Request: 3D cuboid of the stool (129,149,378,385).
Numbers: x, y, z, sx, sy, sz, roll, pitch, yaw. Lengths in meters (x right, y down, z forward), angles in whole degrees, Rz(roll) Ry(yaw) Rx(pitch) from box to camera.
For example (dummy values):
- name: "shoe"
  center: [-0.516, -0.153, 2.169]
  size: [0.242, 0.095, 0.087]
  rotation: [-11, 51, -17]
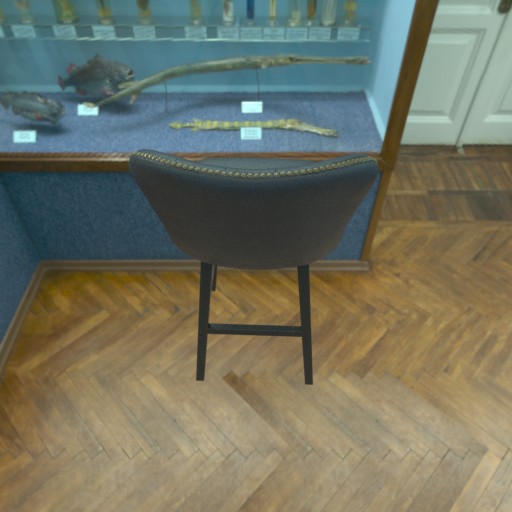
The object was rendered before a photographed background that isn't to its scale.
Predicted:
- name: "stool"
  center: [0.000, 0.000, 1.399]
  size: [0.528, 1.050, 0.601]
  rotation: [2, 47, 2]
